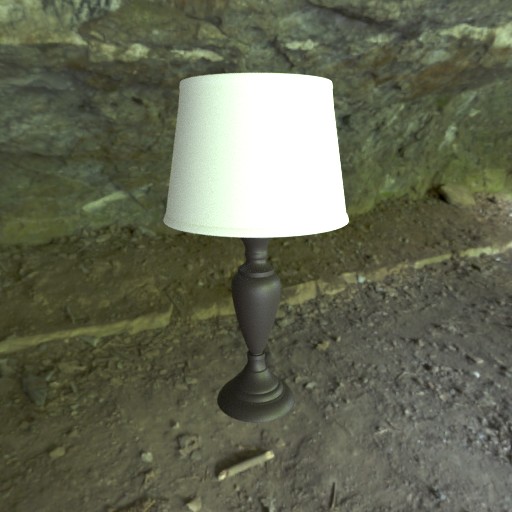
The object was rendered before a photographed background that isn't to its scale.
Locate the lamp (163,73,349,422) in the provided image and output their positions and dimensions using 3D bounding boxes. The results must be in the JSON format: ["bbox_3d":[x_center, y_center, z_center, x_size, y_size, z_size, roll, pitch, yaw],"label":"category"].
[{"bbox_3d":[0.000,0.000,0.837,0.335,0.611,0.335,0,15,0],"label":"lamp"}]
